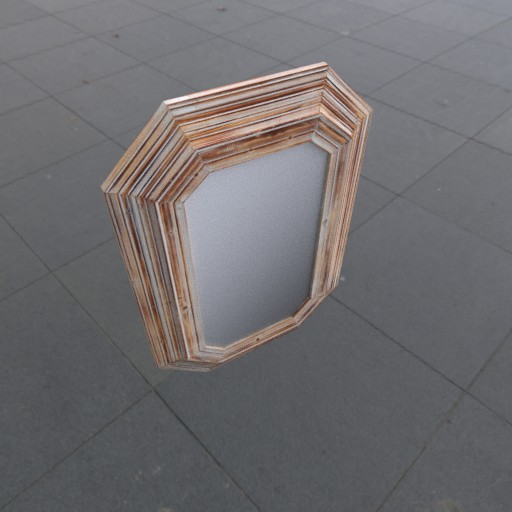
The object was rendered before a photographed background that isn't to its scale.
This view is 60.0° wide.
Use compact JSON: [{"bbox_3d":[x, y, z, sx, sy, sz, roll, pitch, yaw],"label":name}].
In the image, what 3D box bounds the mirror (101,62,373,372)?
[{"bbox_3d":[0.000,0.000,1.284,0.709,1.015,0.061,-22,50,-20],"label":"mirror"}]
